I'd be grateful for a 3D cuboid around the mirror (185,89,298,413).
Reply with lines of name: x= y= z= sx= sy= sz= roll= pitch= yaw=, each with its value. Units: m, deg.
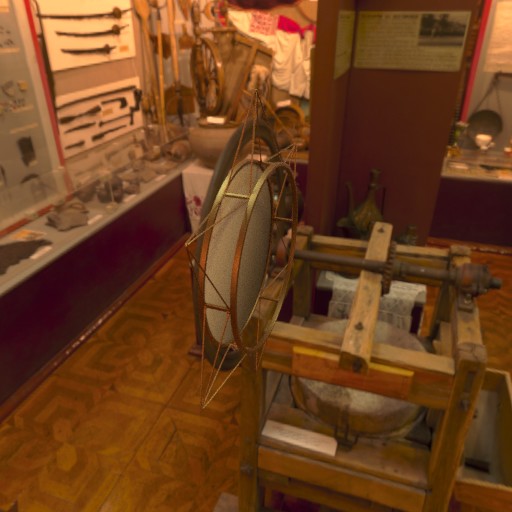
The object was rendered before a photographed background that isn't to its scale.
mirror: x=0.000 y=0.000 z=0.815 sx=0.062 sy=0.581 sz=0.498 roll=10 pitch=31 yaw=18
